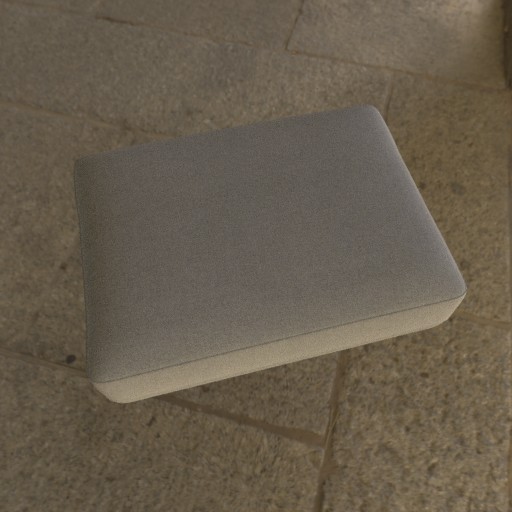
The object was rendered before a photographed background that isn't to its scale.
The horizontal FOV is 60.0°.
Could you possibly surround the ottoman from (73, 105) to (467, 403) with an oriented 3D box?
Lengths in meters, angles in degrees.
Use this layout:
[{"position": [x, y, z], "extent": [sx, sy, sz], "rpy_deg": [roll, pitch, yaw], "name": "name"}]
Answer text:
[{"position": [0.000, 0.000, 1.066], "extent": [0.749, 0.428, 0.549], "rpy_deg": [-12, 62, -7], "name": "ottoman"}]
